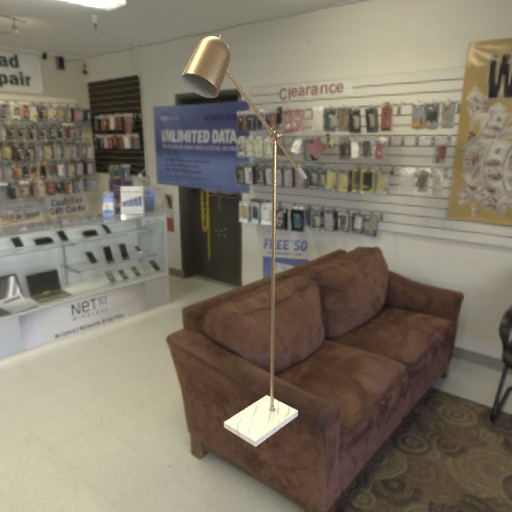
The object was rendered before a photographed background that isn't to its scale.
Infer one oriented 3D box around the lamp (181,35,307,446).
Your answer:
[{"bbox_3d":[0.000,0.000,1.807,0.194,1.594,0.653,13,20,41],"label":"lamp"}]
